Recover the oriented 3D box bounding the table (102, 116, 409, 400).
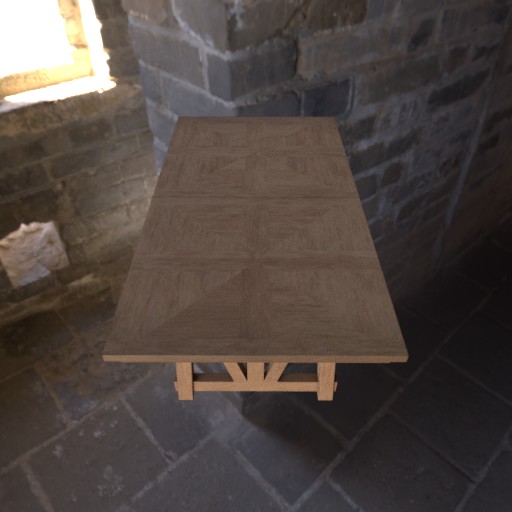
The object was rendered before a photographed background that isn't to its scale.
[{"bbox_3d":[0.000,0.000,2.427,1.016,0.768,1.881,0,41,0],"label":"table"}]
